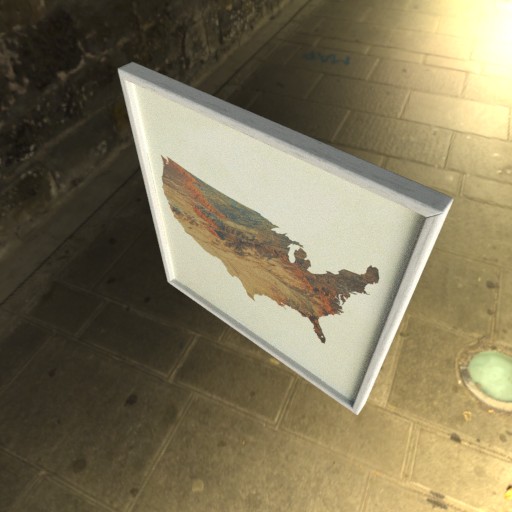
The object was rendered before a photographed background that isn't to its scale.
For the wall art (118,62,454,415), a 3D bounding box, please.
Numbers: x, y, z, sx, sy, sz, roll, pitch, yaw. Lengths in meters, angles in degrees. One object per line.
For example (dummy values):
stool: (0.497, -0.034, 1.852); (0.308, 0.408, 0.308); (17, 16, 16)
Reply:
wall art: (0.000, 0.000, 1.902); (1.287, 1.288, 0.078); (31, 55, 25)
